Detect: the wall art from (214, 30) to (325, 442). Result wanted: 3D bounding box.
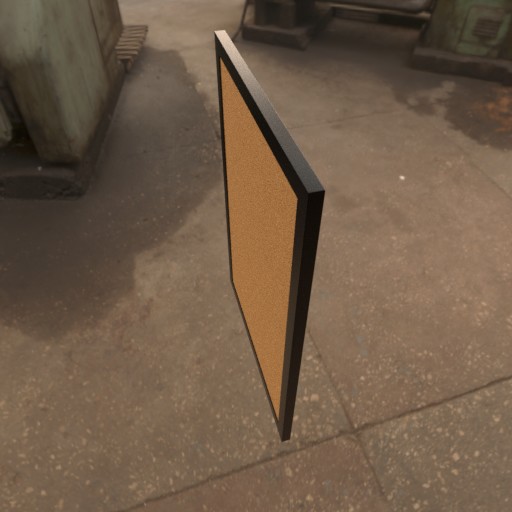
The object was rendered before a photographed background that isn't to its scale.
[{"bbox_3d":[0.000,0.000,0.845,0.019,0.656,0.462,-12,47,-11],"label":"wall art"}]
